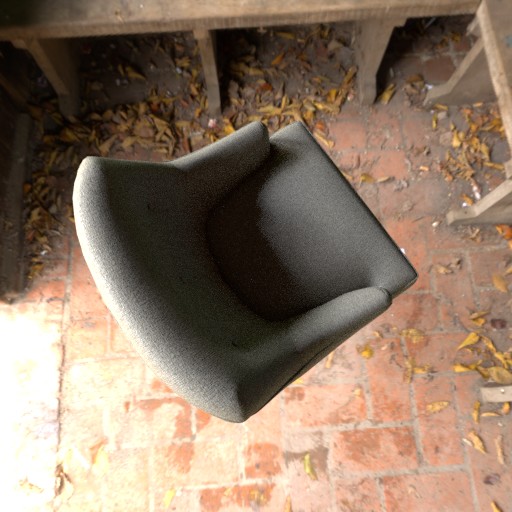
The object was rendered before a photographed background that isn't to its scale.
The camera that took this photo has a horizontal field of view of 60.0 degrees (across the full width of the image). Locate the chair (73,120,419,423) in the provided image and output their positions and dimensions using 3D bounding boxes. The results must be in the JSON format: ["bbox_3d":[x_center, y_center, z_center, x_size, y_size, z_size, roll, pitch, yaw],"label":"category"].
[{"bbox_3d":[0.000,0.000,1.588,0.923,0.856,0.864,-32,76,-9],"label":"chair"}]
